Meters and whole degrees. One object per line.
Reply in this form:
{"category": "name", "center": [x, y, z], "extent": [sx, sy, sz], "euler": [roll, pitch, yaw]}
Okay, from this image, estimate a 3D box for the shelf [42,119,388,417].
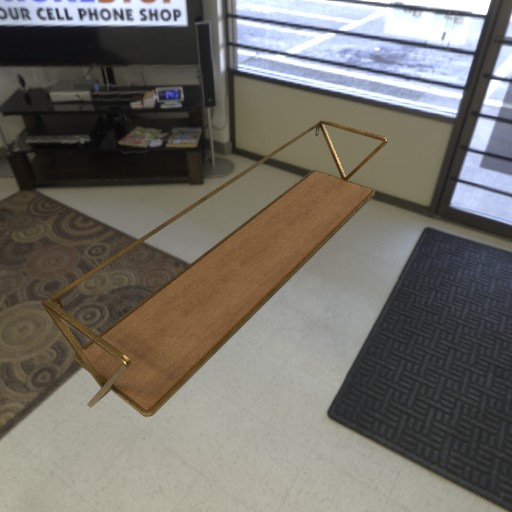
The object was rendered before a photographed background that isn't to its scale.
{"category": "shelf", "center": [0.000, 0.000, 0.754], "extent": [0.150, 0.229, 0.645], "euler": [26, 46, 27]}
